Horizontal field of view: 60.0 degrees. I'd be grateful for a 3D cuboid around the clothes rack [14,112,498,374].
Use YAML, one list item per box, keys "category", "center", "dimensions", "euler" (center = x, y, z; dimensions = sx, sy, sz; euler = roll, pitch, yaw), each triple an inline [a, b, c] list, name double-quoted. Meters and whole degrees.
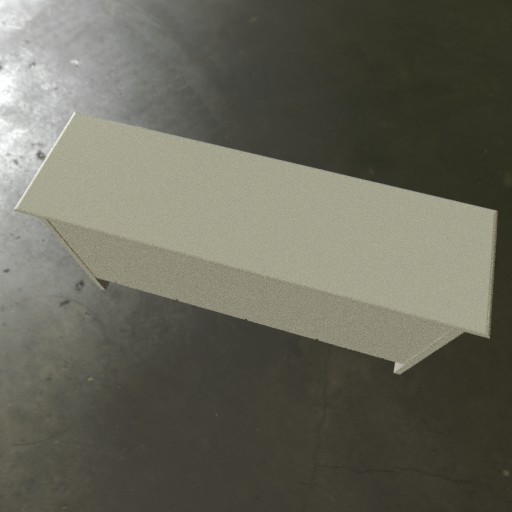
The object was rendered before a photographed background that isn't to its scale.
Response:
- category: "clothes rack"
  center: [0.000, 0.000, 1.294]
  dimensions: [1.120, 0.531, 0.324]
  euler: [15, 65, 7]
